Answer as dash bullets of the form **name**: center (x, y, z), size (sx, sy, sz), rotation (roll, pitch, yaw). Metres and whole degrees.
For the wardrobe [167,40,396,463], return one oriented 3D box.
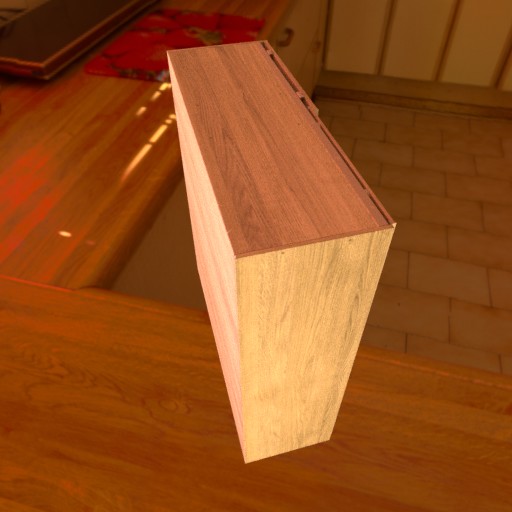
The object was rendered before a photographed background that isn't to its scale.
- **wardrobe**: center (0.000, 0.000, 2.836), size (0.629, 1.960, 1.780), rotation (-11, 47, -10)
